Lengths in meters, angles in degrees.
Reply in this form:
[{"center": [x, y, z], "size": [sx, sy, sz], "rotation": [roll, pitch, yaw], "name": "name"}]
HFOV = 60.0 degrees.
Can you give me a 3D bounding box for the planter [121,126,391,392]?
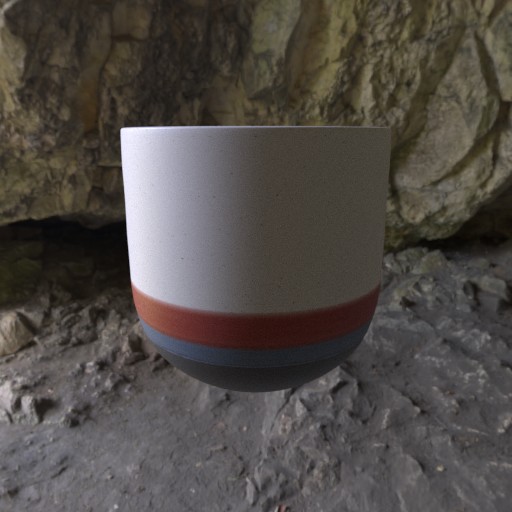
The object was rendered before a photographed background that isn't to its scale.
[{"center": [0.000, 0.000, 0.488], "size": [0.268, 0.270, 0.268], "rotation": [0, 15, 0], "name": "planter"}]
